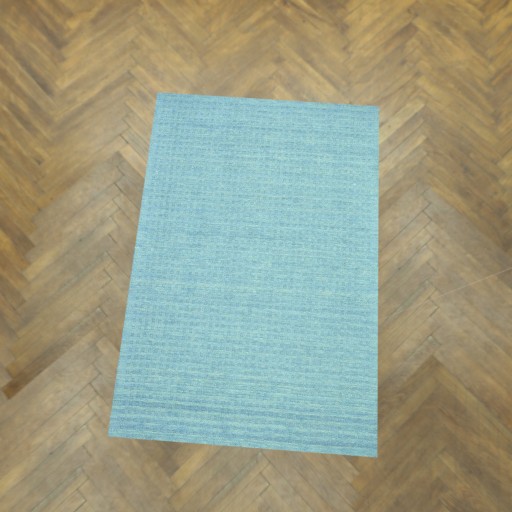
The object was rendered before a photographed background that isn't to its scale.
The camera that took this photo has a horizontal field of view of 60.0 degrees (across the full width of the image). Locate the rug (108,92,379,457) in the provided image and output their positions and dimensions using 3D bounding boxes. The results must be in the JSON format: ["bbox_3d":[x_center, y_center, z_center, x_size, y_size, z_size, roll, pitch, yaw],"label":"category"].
[{"bbox_3d":[0.000,0.000,3.607,1.982,0.006,2.895,4,76,1],"label":"rug"}]
